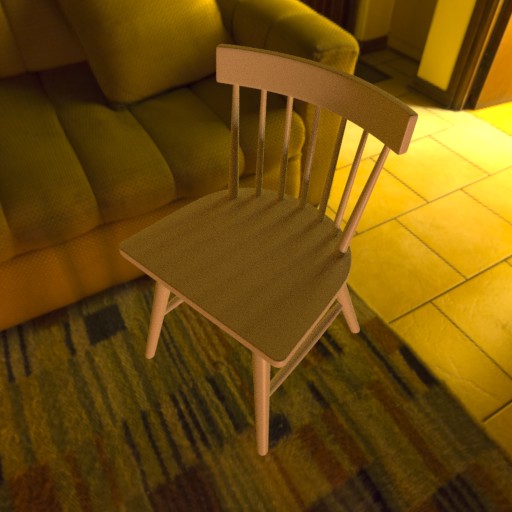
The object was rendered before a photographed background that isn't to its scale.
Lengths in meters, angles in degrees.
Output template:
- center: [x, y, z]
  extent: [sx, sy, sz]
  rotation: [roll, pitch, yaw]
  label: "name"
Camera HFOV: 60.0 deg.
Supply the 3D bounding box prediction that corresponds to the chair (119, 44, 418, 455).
- center: [0.000, 0.000, 1.076]
  extent: [0.483, 0.787, 0.500]
  rotation: [31, 54, 26]
  label: "chair"
